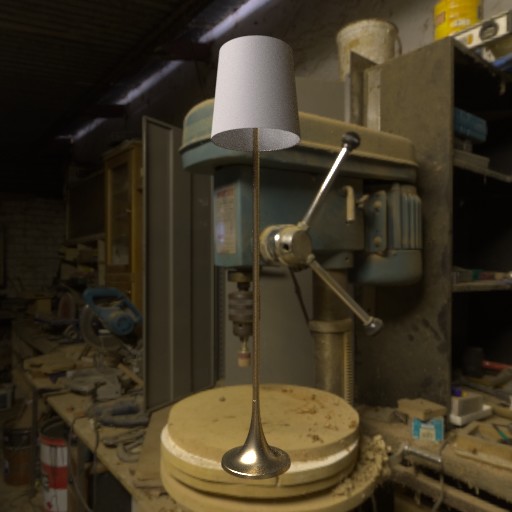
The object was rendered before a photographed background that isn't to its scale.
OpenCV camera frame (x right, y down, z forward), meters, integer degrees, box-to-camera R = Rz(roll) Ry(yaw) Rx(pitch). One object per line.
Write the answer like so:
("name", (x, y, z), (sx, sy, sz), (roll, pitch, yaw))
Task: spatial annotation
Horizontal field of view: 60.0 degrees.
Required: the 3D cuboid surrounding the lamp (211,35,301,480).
("lamp", (0.000, 0.000, 1.662), (0.337, 1.543, 0.337), (0, 0, 0))
